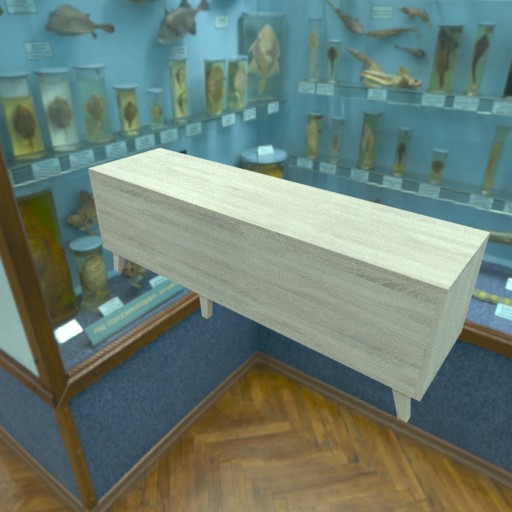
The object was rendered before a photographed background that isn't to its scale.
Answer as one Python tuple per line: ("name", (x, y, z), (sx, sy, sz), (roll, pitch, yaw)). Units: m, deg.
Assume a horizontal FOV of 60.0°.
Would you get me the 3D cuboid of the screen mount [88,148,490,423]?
("screen mount", (0.000, 0.000, 1.742), (1.500, 0.510, 0.400), (21, 36, 33))
